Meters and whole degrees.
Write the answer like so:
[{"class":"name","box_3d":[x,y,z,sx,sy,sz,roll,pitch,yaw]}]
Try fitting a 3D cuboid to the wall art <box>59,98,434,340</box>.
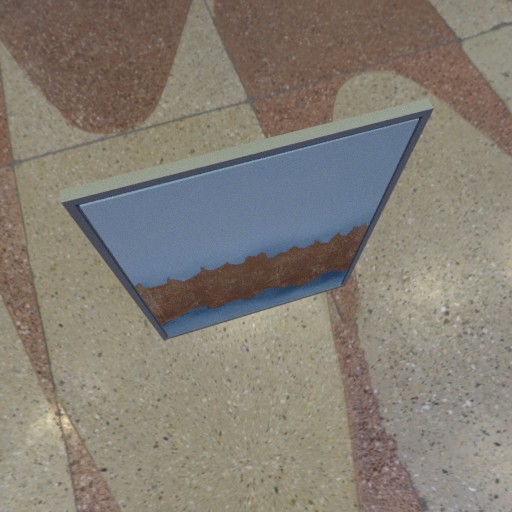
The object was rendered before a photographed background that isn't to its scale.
[{"class":"wall art","box_3d":[0.000,0.000,1.374,0.789,1.042,0.034,-16,66,-7]}]
